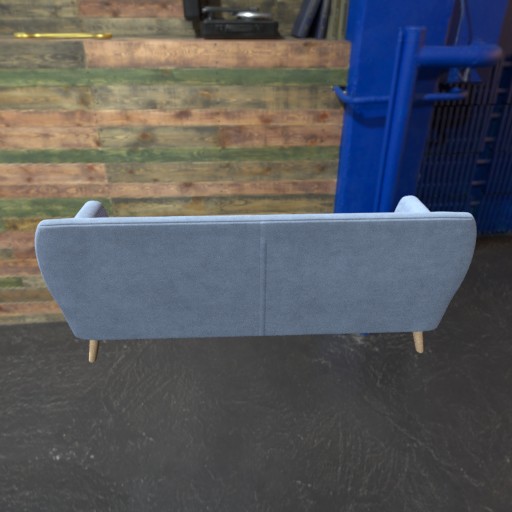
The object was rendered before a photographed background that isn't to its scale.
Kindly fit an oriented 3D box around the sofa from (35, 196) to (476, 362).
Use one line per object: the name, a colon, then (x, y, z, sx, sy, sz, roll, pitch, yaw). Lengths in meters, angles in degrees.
sofa: (0.000, 0.000, 2.372, 1.970, 0.830, 0.830, -1, 30, -2)
